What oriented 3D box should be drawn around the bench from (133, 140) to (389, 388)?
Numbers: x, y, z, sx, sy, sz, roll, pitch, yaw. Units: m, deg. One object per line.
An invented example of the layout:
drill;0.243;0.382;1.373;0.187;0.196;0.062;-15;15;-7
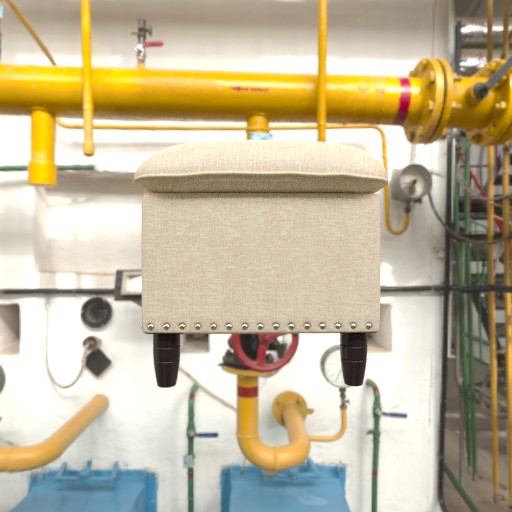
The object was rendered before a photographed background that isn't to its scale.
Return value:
bench;0.000;0.000;1.261;0.483;0.483;0.991;0;0;-1
